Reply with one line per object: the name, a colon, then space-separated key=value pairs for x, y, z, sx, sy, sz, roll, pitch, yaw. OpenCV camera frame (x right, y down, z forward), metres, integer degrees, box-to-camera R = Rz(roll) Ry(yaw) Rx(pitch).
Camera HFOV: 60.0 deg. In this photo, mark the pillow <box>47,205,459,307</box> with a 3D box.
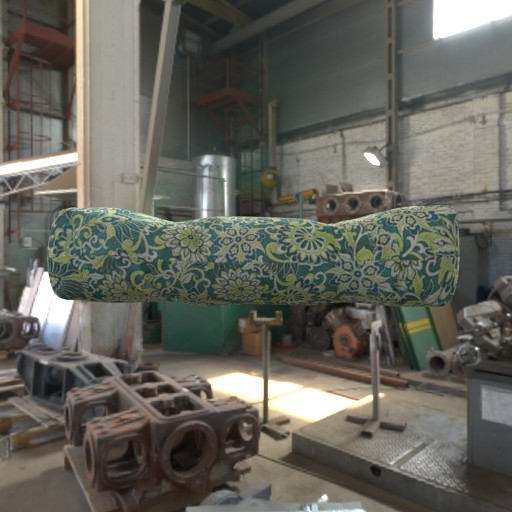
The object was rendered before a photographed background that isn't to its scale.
pillow: x=0.000 y=0.000 z=0.727 sx=0.490 sy=0.128 sz=0.468 roll=0 pitch=1 yaw=0
